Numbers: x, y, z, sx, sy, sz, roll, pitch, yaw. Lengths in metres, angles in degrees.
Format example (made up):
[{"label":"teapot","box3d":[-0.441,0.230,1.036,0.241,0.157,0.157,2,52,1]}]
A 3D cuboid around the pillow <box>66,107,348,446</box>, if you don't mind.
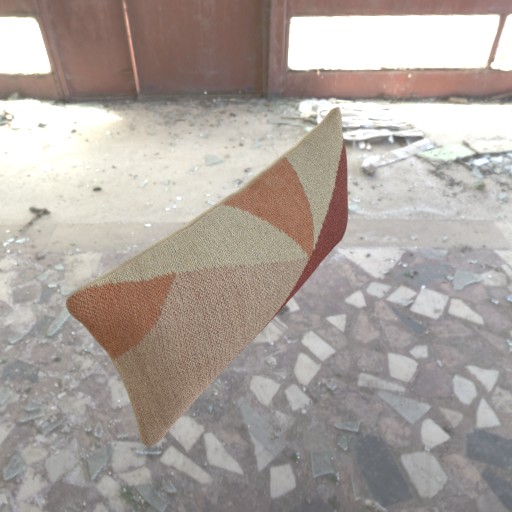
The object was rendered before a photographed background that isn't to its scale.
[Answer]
[{"label":"pillow","box3d":[0.000,0.000,0.721,0.155,0.292,0.609,25,46,26]}]
